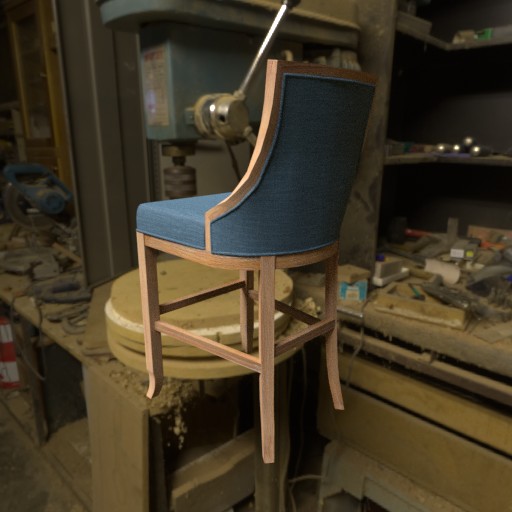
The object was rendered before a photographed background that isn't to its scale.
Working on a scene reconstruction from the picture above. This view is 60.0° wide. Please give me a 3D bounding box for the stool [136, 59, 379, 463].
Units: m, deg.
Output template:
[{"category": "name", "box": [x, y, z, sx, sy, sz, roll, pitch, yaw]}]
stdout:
[{"category": "stool", "box": [0.000, 0.000, 1.460, 0.626, 1.101, 0.524, 15, 22, 43]}]
